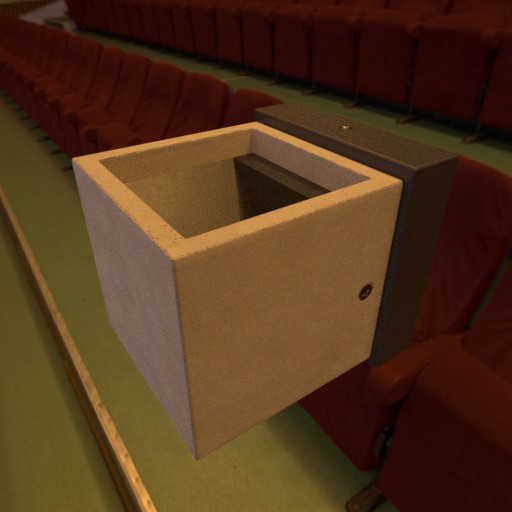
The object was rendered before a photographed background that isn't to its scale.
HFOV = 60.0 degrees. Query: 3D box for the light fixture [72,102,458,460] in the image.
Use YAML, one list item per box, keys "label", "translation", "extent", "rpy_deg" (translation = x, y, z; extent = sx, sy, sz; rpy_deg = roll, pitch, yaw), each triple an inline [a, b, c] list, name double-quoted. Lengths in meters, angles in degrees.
- label: "light fixture"
  translation: [0.000, 0.000, 0.241]
  extent: [0.143, 0.121, 0.121]
  rpy_deg: [-21, 38, -29]
